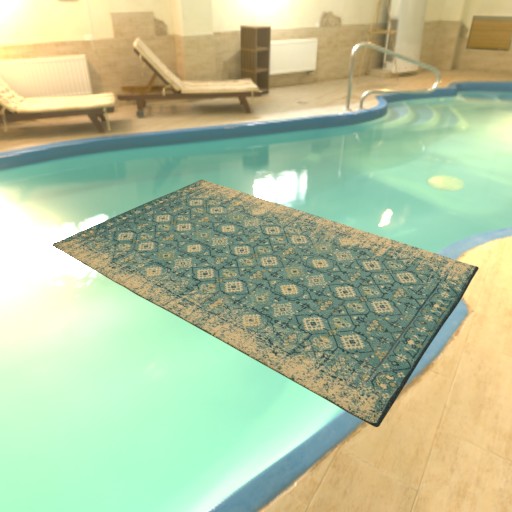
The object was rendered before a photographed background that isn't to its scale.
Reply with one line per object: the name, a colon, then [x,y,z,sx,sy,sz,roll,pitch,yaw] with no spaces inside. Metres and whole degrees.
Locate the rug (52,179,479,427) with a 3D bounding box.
rug: [0.000,0.000,2.958,2.449,0.015,1.530,22,38,31]
